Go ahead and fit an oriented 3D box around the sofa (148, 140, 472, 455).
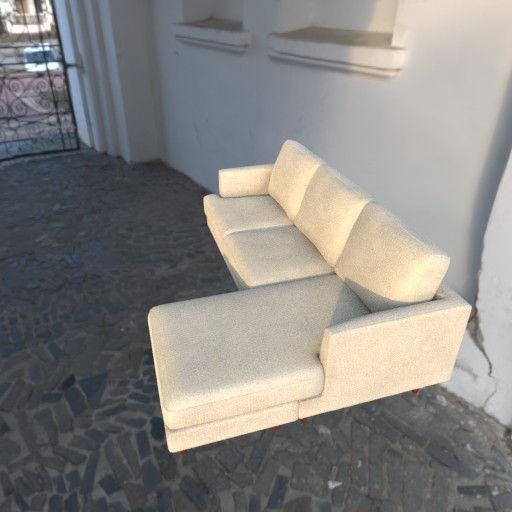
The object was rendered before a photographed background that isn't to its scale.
[{"bbox_3d":[0.000,0.000,2.958,1.504,0.956,2.233,-9,32,-15],"label":"sofa"}]
